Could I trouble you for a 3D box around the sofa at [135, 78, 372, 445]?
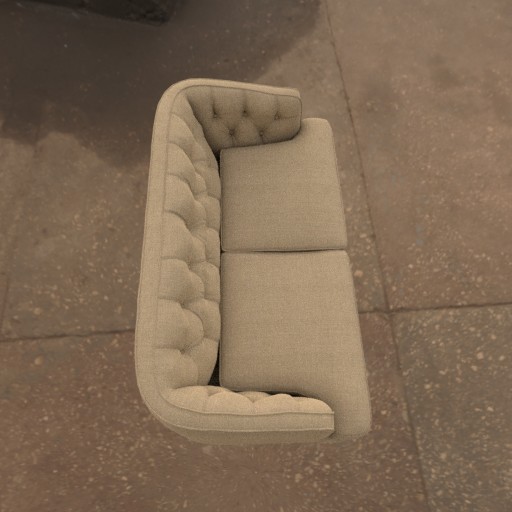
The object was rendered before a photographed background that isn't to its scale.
[{"bbox_3d":[0.000,0.000,2.228,0.941,0.855,1.733,-2,64,-1],"label":"sofa"}]
